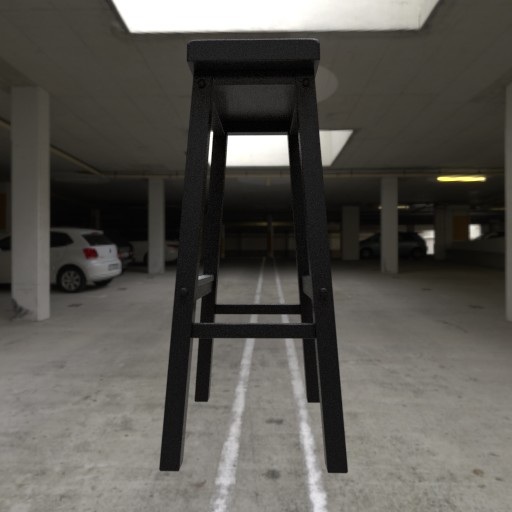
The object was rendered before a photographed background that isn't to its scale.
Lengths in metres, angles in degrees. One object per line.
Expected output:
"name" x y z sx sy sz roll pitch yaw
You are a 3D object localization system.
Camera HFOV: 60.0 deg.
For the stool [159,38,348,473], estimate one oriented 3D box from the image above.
"stool" 0.000 0.000 0.960 0.322 0.742 0.406 0 0 1
